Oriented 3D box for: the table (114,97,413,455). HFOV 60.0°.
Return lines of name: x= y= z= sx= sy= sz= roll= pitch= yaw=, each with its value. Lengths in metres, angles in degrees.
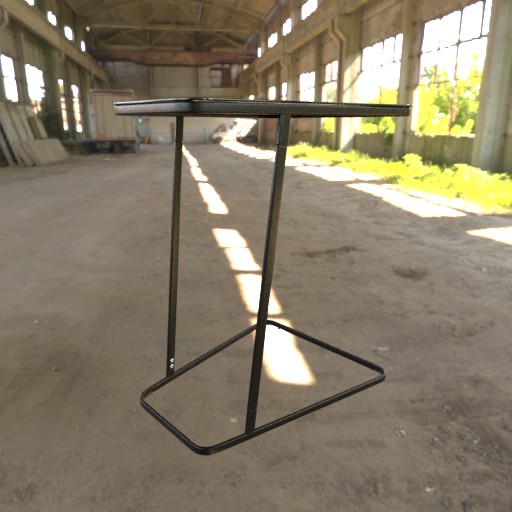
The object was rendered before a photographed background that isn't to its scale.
table: x=0.000 y=0.000 z=0.965 sx=0.500 sy=0.624 sz=0.427 roll=-15 pitch=22 yaw=-41
